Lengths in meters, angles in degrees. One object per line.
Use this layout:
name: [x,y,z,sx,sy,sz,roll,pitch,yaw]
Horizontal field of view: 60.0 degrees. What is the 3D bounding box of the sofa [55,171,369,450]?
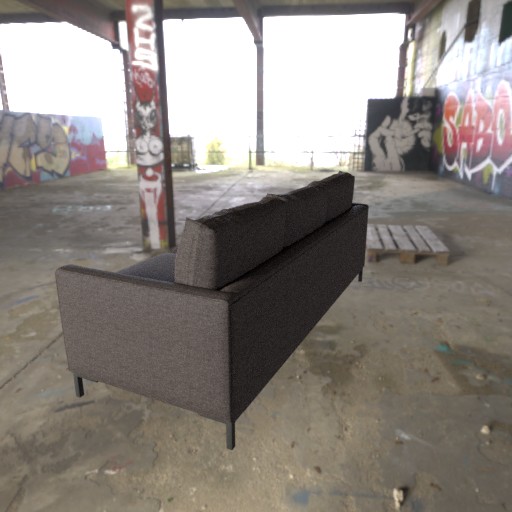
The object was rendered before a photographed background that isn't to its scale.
sofa: [0.000,0.000,2.699,0.876,0.882,2.253,8,18,25]
